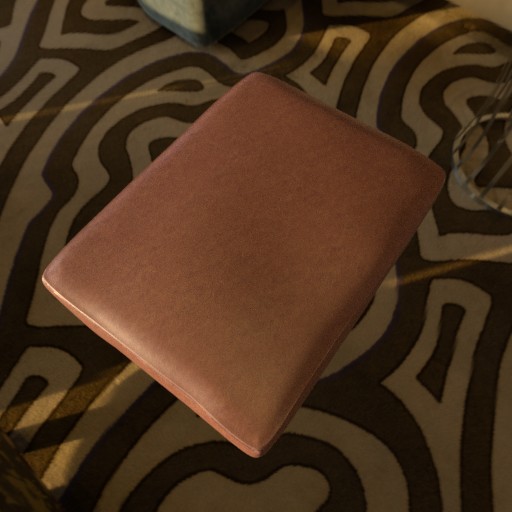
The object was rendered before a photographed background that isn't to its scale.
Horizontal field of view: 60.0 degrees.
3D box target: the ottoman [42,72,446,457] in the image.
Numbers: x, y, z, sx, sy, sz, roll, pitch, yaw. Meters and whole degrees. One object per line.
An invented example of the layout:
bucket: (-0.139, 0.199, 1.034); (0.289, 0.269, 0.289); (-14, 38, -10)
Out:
ottoman: (0.000, 0.000, 1.240); (0.650, 0.485, 0.851); (33, 68, 15)
